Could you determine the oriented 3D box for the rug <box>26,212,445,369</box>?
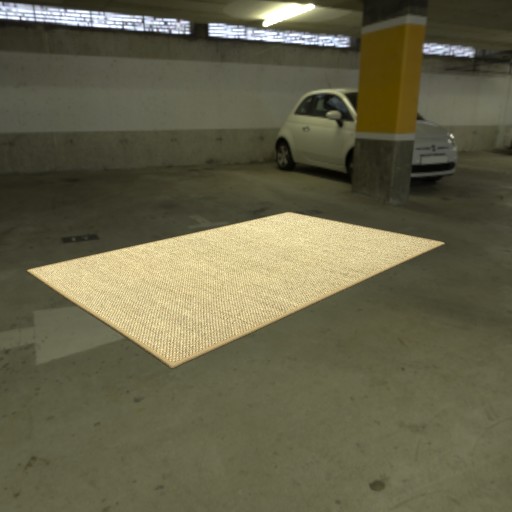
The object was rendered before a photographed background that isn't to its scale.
[{"bbox_3d":[0.000,0.000,2.055,1.667,0.013,1.062,-17,24,-42],"label":"rug"}]
